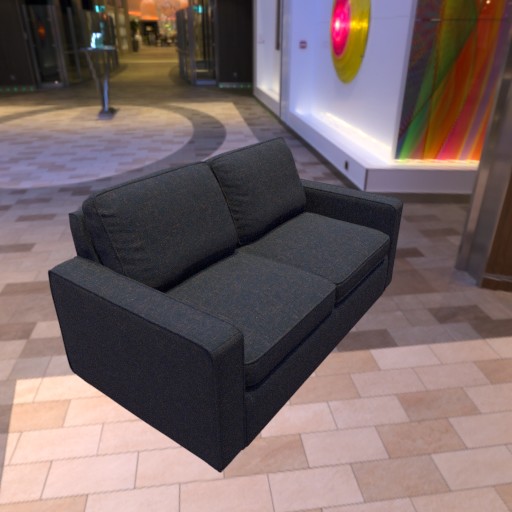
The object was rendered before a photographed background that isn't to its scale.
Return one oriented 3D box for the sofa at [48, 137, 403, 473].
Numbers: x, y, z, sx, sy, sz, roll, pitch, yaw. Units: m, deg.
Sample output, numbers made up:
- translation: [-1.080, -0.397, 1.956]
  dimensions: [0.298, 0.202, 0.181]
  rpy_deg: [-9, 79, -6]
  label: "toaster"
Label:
- translation: [0.000, 0.000, 2.257]
  dimensions: [0.947, 0.918, 1.709]
  rpy_deg: [18, 32, 31]
  label: "sofa"
